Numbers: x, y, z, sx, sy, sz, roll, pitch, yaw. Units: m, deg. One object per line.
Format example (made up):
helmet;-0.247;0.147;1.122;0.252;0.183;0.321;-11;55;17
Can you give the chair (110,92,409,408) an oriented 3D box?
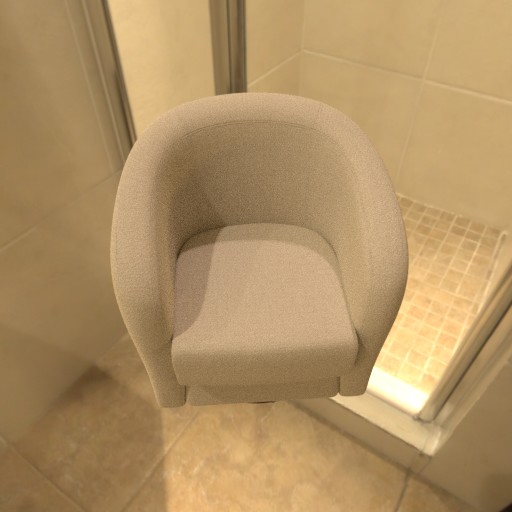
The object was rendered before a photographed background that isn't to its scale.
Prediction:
chair;0.000;0.000;1.473;0.791;0.771;0.815;-3;45;-3
